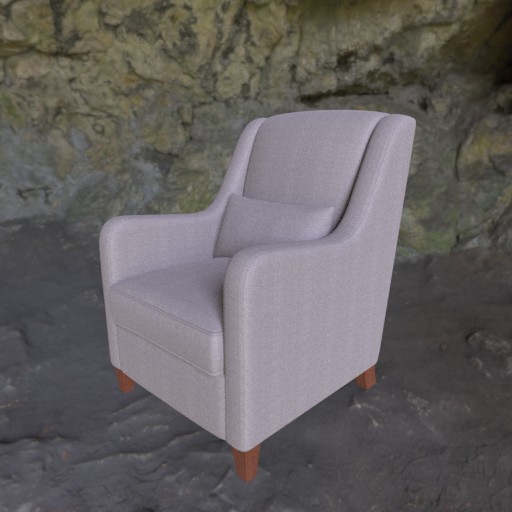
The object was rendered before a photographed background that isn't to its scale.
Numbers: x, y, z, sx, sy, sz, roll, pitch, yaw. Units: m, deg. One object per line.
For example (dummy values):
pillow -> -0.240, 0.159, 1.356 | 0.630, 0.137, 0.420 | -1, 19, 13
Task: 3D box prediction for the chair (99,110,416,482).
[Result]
chair -> 0.000, 0.000, 1.586 | 0.715, 1.017, 0.890 | 14, 21, 41
